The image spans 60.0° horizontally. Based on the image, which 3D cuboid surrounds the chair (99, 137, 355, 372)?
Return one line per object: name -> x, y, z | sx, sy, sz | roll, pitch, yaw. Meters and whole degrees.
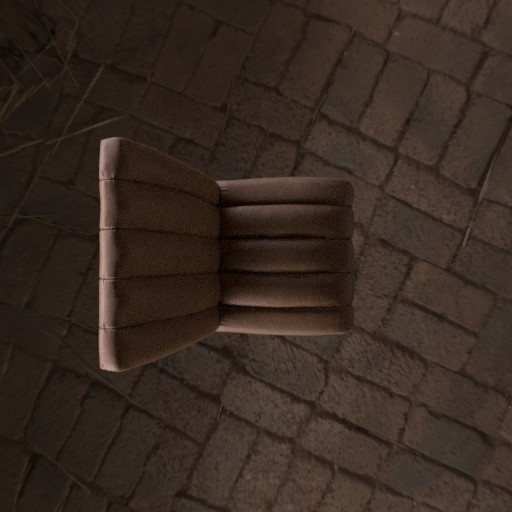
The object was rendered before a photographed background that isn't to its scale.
chair -> 0.000, 0.000, 1.394 | 0.647, 1.016, 0.511 | 0, 90, 0
